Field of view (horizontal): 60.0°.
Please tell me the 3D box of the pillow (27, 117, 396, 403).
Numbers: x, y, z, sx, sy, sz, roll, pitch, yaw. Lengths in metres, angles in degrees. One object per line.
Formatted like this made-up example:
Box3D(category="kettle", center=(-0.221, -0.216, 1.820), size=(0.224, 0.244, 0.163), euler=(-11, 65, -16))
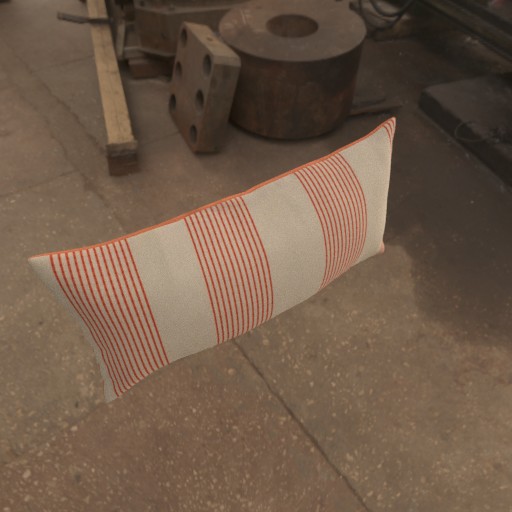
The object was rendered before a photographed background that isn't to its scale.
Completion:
Box3D(category="pillow", center=(0.000, 0.000, 0.726), size=(0.608, 0.292, 0.156), euler=(-26, 52, -22))
